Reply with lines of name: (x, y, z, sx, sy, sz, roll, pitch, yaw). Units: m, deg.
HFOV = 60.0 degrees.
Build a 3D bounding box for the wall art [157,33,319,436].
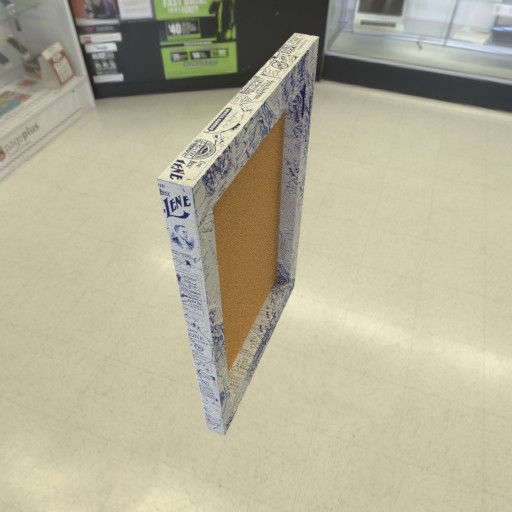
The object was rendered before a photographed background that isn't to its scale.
wall art: (0.000, 0.000, 0.775, 0.040, 0.601, 0.408, 17, 49, 15)
